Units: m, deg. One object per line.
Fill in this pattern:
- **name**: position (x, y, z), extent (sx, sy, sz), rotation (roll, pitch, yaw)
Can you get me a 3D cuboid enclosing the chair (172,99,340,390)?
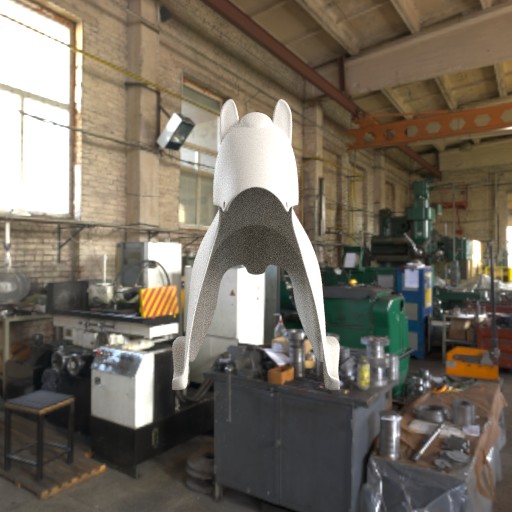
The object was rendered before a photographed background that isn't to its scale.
- **chair**: position (0.000, 0.000, 1.139), extent (0.429, 0.612, 0.800), rotation (0, -1, 0)
